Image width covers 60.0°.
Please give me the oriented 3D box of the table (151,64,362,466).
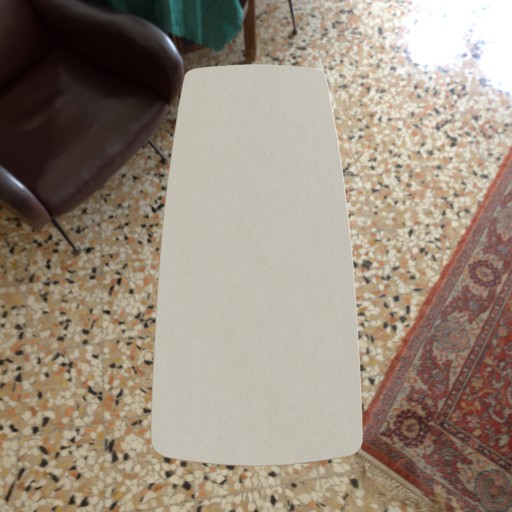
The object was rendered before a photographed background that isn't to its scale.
[{"bbox_3d":[0.000,0.000,1.549,0.561,0.474,1.334,0,64,0],"label":"table"}]
